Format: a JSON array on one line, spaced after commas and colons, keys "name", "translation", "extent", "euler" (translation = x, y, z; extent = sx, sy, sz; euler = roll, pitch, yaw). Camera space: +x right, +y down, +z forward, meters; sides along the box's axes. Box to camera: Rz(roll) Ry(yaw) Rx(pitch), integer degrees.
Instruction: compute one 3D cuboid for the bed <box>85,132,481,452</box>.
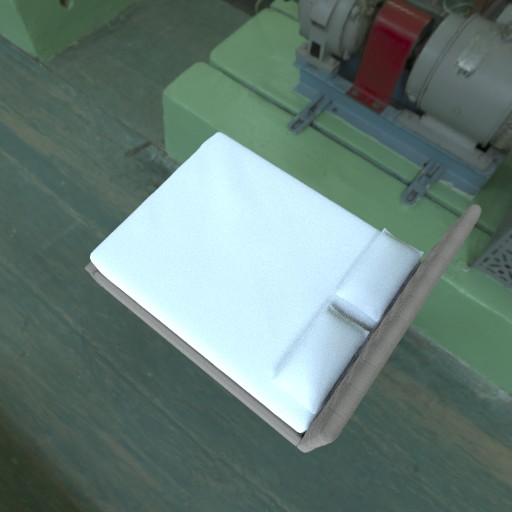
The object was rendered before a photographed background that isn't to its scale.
[{"name": "bed", "translation": [0.000, 0.000, 3.330], "extent": [2.233, 1.426, 1.696], "euler": [35, 69, 15]}]
